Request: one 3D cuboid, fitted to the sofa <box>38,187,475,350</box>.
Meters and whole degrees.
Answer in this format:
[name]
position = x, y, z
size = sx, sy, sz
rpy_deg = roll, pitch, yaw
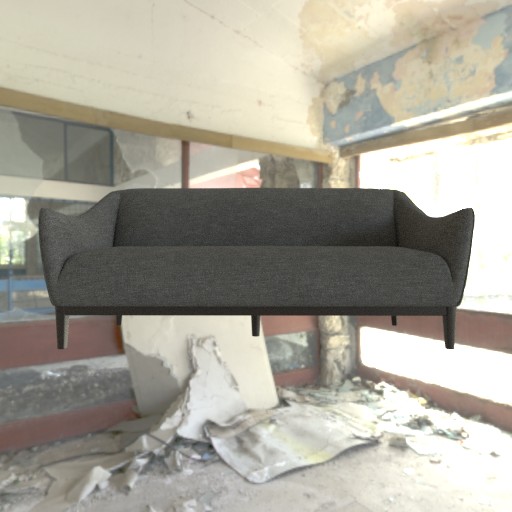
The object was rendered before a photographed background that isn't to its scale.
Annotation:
[sofa]
position = 0.000, 0.000, 2.335
size = 1.928, 0.829, 0.867
rpy_deg = 0, 0, 0
